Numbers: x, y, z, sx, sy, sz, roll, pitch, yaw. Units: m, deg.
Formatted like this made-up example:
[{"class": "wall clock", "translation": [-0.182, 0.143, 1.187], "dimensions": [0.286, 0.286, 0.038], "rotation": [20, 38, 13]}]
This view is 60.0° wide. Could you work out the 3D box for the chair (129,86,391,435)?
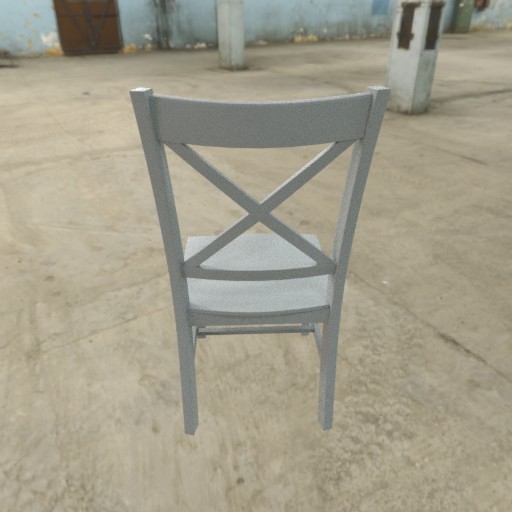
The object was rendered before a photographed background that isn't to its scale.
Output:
[{"class": "chair", "translation": [0.000, 0.000, 1.274], "dimensions": [0.485, 0.983, 0.542], "rotation": [-1, 29, -2]}]
